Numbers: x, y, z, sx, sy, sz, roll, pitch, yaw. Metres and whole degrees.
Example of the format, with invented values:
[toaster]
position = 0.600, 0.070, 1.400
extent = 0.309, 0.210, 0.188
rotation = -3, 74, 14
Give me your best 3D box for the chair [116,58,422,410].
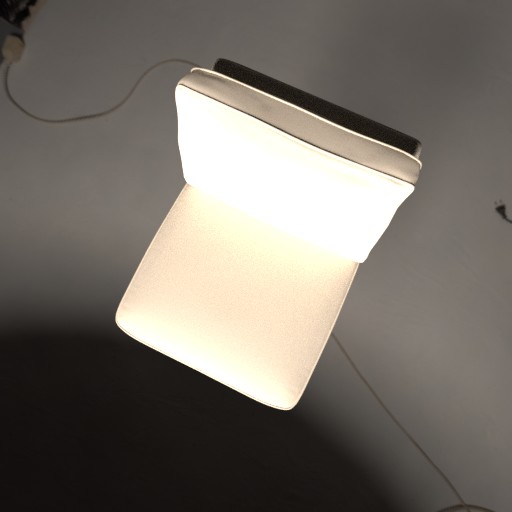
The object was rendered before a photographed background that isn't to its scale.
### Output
[chair]
position = 0.000, 0.000, 1.401
extent = 0.630, 0.887, 0.781
rotation = 25, 78, 6
